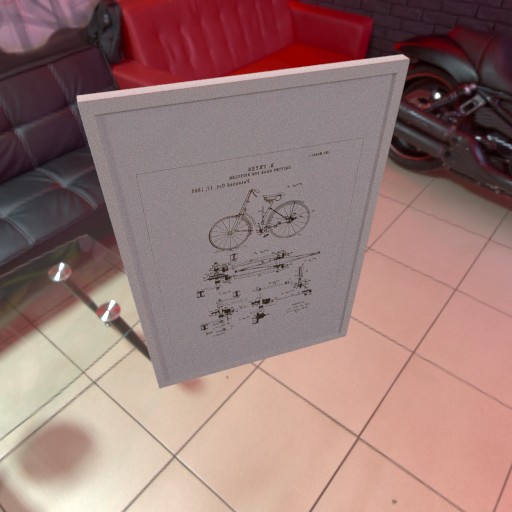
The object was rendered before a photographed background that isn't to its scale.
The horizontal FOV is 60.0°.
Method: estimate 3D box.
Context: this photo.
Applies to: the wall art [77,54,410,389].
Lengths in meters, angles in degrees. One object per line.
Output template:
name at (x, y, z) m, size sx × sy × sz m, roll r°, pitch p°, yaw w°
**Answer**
wall art at (0.000, 0.000, 0.591) m, size 0.332 × 0.477 × 0.015 m, roll -13°, pitch 45°, yaw -13°
